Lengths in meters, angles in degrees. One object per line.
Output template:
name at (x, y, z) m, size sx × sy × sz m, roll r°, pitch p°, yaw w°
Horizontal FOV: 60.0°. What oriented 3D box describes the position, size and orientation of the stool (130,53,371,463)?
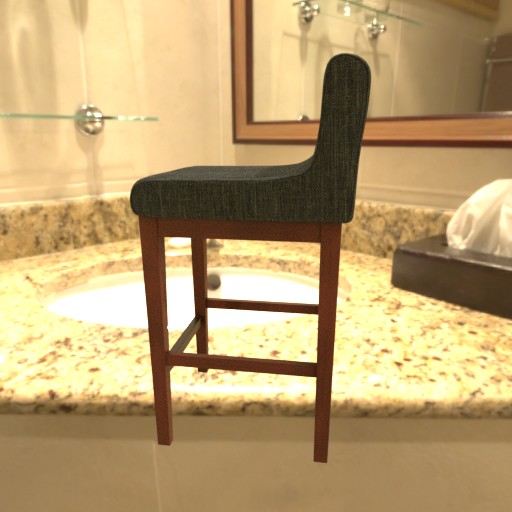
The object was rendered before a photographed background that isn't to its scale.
stool at (0.000, 0.000, 1.059) m, size 0.459 × 0.835 × 0.395 m, roll 2°, pitch 16°, yaw 9°
